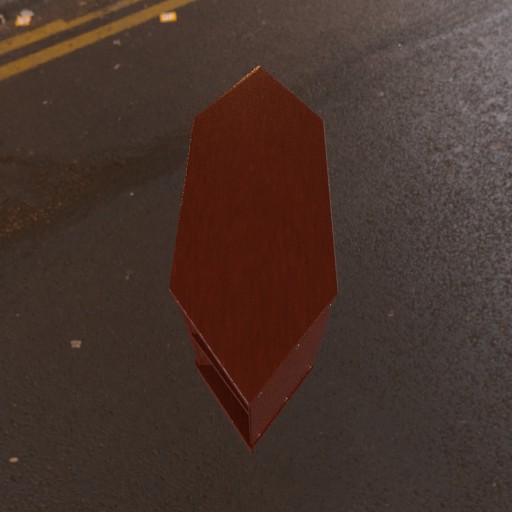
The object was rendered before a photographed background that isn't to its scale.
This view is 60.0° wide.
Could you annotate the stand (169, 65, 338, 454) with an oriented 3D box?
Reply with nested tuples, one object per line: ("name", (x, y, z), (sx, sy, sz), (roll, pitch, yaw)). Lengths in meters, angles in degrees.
("stand", (0.000, 0.000, 1.398), (0.381, 0.614, 1.072), (1, 58, 1))
